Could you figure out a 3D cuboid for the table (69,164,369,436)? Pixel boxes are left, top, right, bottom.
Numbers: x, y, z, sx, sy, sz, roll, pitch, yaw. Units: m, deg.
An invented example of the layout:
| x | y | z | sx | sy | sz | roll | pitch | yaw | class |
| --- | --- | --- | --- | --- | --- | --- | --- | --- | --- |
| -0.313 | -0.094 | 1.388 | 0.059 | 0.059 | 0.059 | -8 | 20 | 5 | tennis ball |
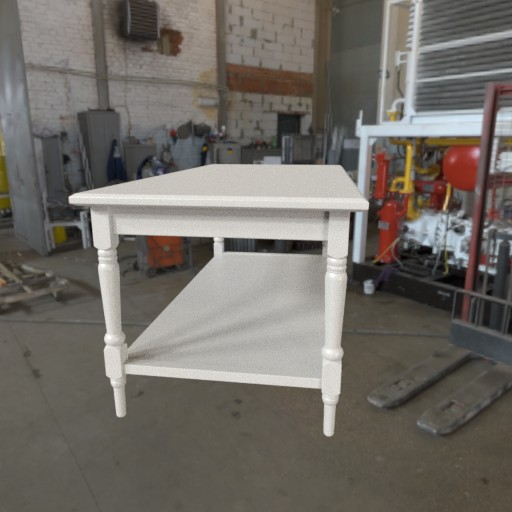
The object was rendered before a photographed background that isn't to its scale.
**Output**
| x | y | z | sx | sy | sz | roll | pitch | yaw | class |
| --- | --- | --- | --- | --- | --- | --- | --- | --- | --- |
| 0.000 | 0.000 | 1.387 | 0.551 | 0.506 | 1.109 | 2 | 15 | 8 | table |
